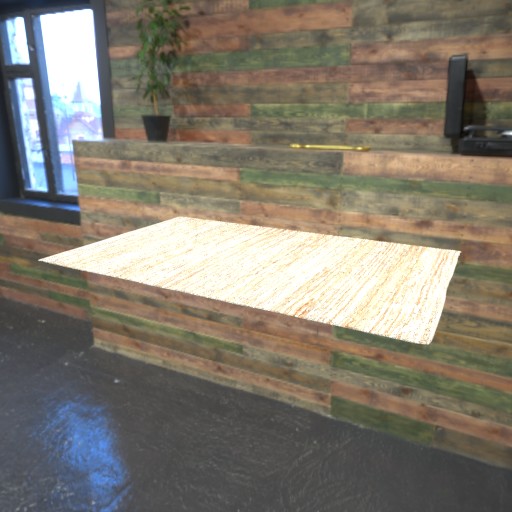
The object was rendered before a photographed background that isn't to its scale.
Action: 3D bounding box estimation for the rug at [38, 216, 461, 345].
[{"bbox_3d":[0.000,0.000,3.007,2.446,0.009,1.529,9,19,27],"label":"rug"}]
